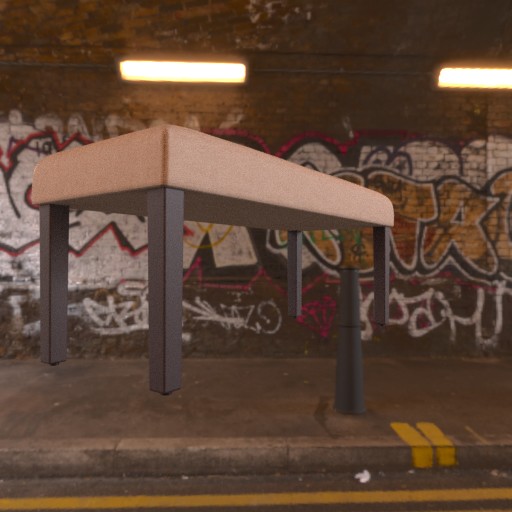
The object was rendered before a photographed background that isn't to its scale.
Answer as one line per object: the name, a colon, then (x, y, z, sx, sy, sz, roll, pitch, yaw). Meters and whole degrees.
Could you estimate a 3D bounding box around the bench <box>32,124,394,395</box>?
bench: (0.000, 0.000, 1.197, 0.407, 0.456, 1.013, -1, -1, 37)
